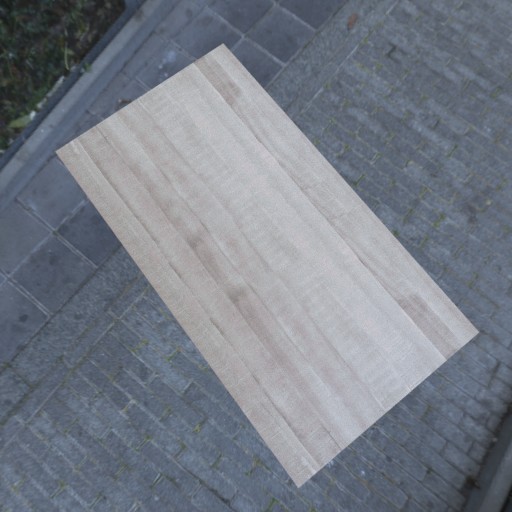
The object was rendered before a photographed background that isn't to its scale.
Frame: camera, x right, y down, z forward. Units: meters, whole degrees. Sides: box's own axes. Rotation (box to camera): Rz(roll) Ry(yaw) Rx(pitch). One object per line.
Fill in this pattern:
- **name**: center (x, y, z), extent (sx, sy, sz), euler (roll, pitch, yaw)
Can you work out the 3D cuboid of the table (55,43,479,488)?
- **table**: center (0.000, 0.000, 1.345), extent (0.574, 0.393, 1.062), euler (-37, 78, -9)
